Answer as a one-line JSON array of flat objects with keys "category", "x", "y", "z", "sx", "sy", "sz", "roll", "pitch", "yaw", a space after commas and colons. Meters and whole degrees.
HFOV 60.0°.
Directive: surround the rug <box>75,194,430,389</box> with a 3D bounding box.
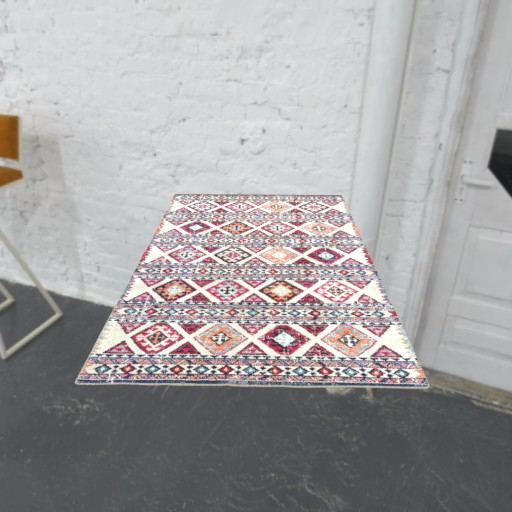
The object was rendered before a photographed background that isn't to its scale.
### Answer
[{"category": "rug", "x": 0.000, "y": 0.000, "z": 2.989, "sx": 1.545, "sy": 0.010, "sz": 2.440, "roll": 0, "pitch": 27, "yaw": 1}]
